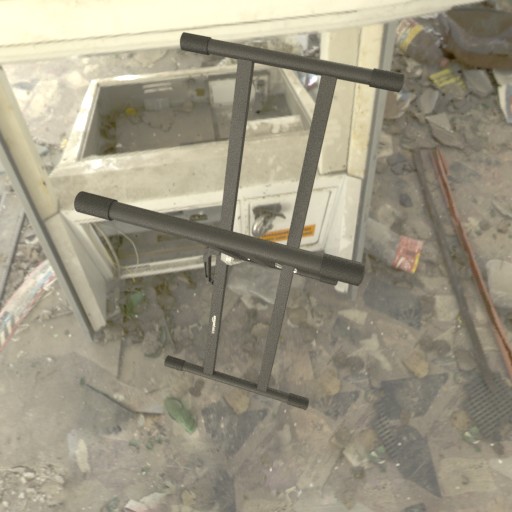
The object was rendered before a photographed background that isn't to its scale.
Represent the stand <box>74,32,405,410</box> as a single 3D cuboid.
[{"bbox_3d":[0.000,0.000,1.198,0.495,0.900,0.503,15,60,9],"label":"stand"}]
